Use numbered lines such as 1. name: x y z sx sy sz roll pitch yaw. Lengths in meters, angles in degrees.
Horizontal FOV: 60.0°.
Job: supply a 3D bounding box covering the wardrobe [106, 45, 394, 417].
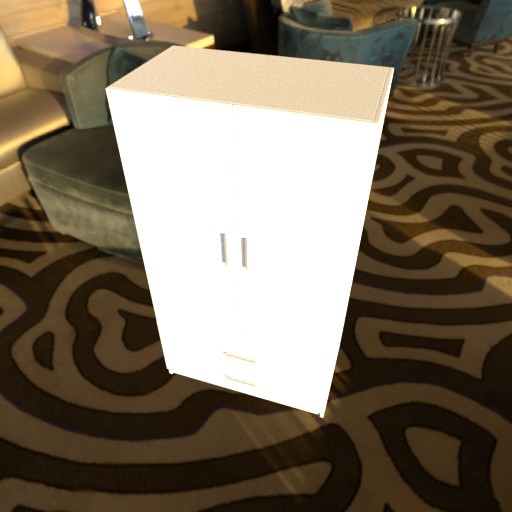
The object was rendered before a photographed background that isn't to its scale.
1. wardrobe: 0.000 0.000 2.296 0.991 1.808 0.577 12 42 14
